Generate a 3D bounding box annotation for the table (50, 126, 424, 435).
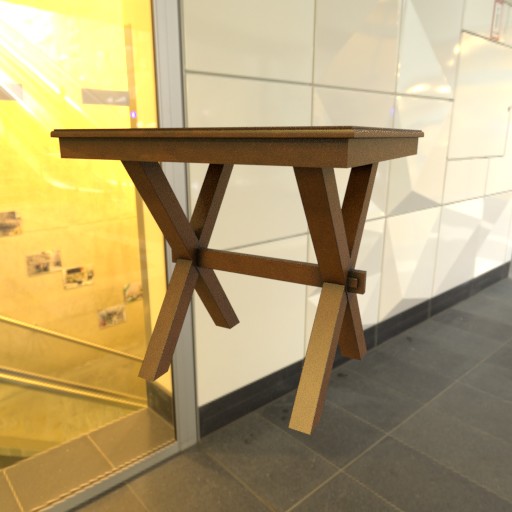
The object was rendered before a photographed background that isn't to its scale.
[{"bbox_3d":[0.000,0.000,1.026,0.602,0.562,0.560,8,17,28],"label":"table"}]
